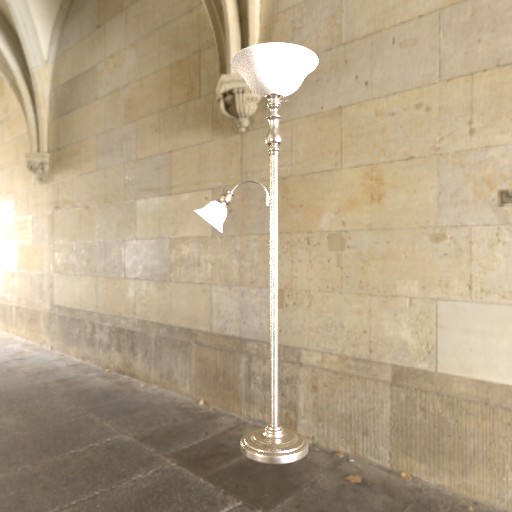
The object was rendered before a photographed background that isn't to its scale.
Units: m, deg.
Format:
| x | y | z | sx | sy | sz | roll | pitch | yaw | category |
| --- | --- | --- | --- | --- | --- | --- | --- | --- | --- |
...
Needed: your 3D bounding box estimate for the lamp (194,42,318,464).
| x | y | z | sx | sy | sz | roll | pitch | yaw | category |
| --- | --- | --- | --- | --- | --- | --- | --- | --- | --- |
| 0.000 | 0.000 | 2.055 | 0.575 | 1.785 | 0.405 | 0 | 0 | 0 | lamp |
